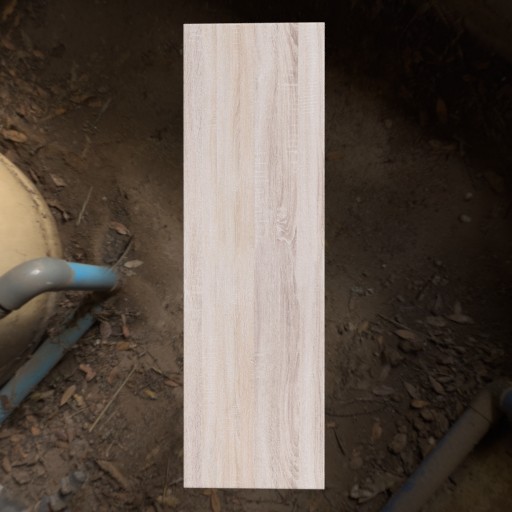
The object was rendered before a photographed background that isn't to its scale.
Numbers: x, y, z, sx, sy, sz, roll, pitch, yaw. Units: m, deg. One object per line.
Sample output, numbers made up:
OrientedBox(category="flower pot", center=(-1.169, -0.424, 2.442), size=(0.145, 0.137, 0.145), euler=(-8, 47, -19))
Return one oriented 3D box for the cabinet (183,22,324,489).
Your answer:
OrientedBox(category="cabinet", center=(0.000, 0.000, 1.961), size=(0.500, 0.780, 1.650), euler=(0, 90, 1))
